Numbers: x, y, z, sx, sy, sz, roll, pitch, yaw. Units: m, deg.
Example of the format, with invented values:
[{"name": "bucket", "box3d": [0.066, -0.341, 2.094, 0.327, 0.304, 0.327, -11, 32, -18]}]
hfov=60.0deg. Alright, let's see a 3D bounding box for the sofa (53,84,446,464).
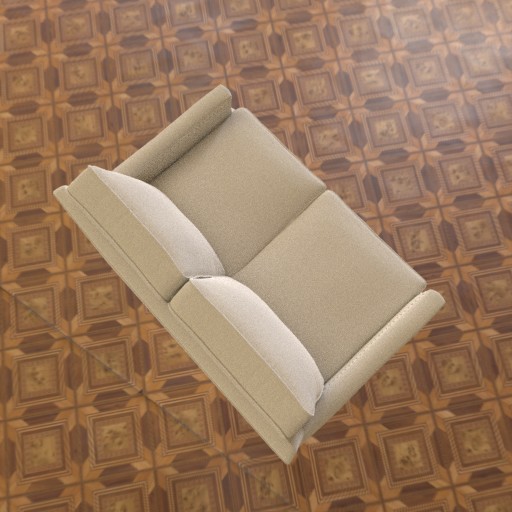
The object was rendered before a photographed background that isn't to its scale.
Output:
[{"name": "sofa", "box3d": [0.000, 0.000, 2.233, 1.084, 1.003, 1.597, -42, 79, -10]}]
